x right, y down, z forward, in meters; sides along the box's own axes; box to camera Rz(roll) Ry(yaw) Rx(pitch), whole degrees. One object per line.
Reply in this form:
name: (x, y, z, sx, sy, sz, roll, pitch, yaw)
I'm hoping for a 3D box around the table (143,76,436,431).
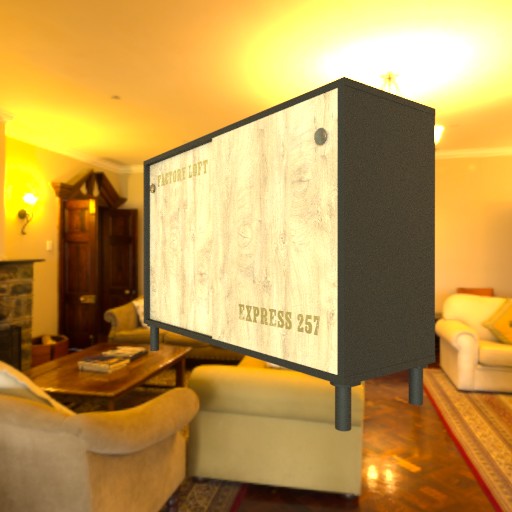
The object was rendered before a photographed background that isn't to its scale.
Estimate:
table: (0.000, 0.000, 1.644, 0.400, 0.855, 1.200, 0, 0, -37)
